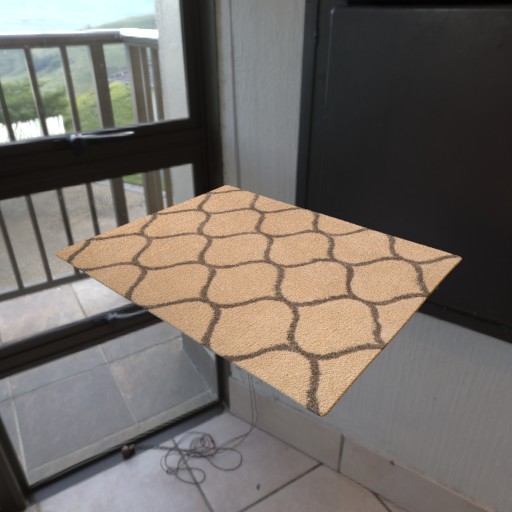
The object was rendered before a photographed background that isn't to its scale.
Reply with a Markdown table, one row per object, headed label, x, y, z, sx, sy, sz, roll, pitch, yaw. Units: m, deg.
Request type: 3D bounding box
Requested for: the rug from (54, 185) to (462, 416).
| label | x | y | z | sx | sy | sz | roll | pitch | yaw |
| --- | --- | --- | --- | --- | --- | --- | --- | --- | --- |
| rug | 0.000 | 0.000 | 4.147 | 3.000 | 0.026 | 2.399 | 22 | 36 | 34 |
